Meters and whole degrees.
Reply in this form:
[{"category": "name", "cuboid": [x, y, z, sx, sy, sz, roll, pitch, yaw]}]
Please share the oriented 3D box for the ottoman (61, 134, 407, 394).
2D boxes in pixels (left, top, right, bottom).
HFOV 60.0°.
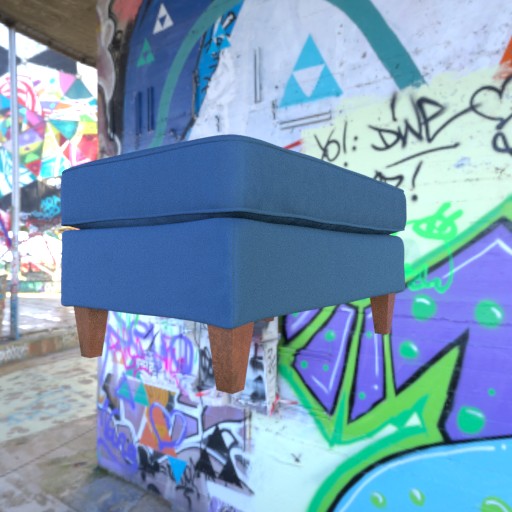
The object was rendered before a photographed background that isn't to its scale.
[{"category": "ottoman", "cuboid": [0.000, 0.000, 1.230, 0.583, 0.484, 0.862, 0, 0, 37]}]
